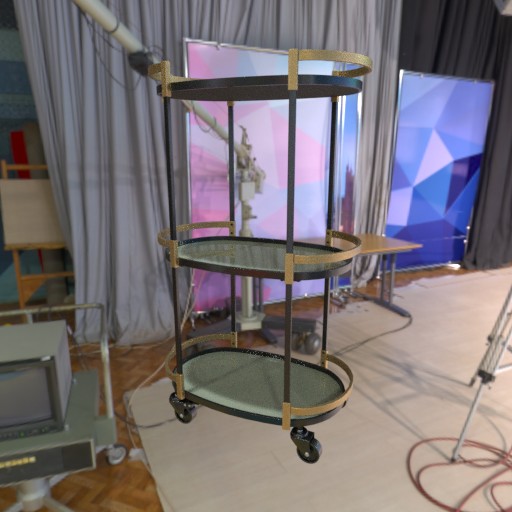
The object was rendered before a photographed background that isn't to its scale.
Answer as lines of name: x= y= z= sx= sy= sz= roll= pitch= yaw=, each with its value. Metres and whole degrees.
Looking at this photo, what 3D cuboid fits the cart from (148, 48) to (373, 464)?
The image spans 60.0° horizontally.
cart: x=0.000 y=0.000 z=1.112 sx=0.515 sy=0.885 sz=0.311 roll=7 pitch=16 yaw=25
